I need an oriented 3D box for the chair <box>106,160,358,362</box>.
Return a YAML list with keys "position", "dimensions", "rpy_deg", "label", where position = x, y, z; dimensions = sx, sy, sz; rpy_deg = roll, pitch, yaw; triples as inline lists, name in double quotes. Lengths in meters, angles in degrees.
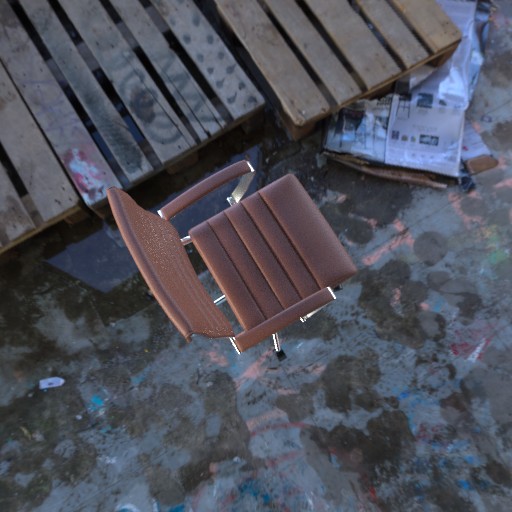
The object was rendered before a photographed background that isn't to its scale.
- position: [0.000, 0.000, 1.677]
  dimensions: [0.739, 1.149, 0.766]
  rpy_deg: [-30, 77, -7]
  label: "chair"
